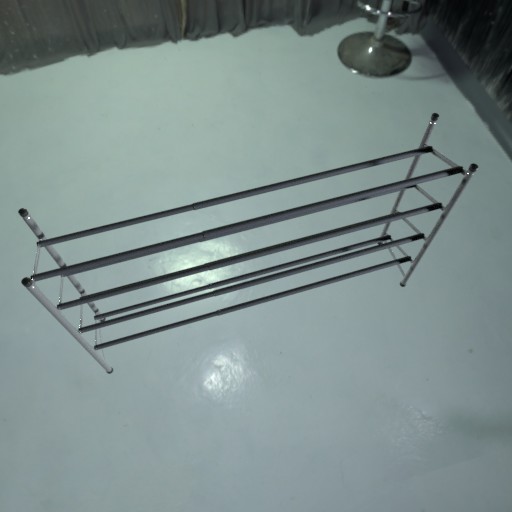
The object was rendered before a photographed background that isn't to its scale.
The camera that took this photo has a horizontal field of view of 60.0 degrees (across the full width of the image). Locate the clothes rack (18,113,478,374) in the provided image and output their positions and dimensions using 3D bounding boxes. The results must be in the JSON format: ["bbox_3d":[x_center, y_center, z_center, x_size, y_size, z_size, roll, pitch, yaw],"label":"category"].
[{"bbox_3d":[0.000,0.000,1.418,1.168,0.672,0.229,-15,60,-9],"label":"clothes rack"}]
